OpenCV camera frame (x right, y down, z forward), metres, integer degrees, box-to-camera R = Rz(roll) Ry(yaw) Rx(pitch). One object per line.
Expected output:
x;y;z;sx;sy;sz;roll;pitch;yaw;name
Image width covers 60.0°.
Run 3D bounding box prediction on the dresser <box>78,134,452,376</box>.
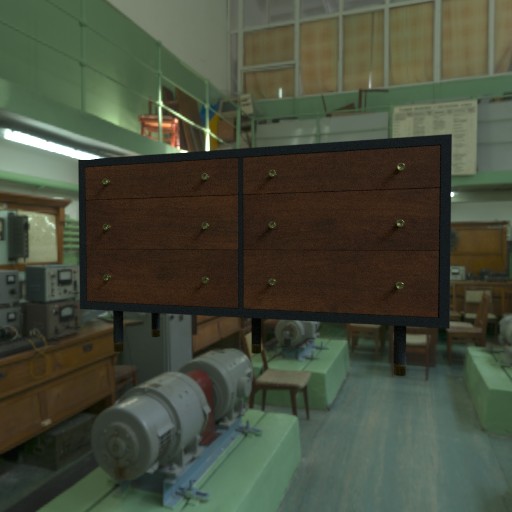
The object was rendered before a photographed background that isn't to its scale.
0.000;0.000;1.984;1.558;0.872;0.463;0;2;18;dresser
